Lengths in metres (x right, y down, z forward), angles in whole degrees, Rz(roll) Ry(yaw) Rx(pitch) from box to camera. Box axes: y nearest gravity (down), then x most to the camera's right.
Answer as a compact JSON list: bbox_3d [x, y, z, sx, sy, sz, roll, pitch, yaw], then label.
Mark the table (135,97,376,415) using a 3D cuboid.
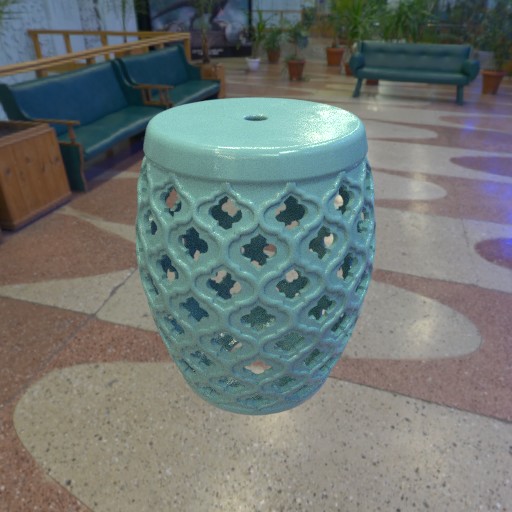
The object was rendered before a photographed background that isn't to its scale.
[{"bbox_3d":[0.000,0.000,0.634,0.325,0.388,0.325,0,31,0],"label":"table"}]
